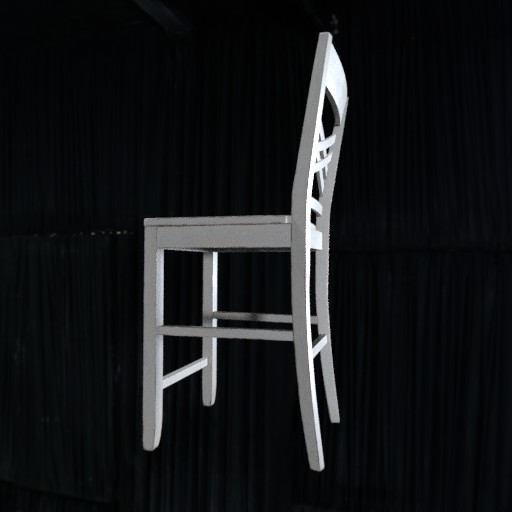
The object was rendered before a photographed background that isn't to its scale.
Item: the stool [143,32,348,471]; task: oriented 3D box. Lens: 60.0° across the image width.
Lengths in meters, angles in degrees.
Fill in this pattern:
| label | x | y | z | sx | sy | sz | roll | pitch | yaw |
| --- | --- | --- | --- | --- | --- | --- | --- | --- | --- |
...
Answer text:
| label | x | y | z | sx | sy | sz | roll | pitch | yaw |
| --- | --- | --- | --- | --- | --- | --- | --- | --- | --- |
| stool | 0.000 | 0.000 | 1.354 | 0.539 | 1.079 | 0.462 | 0 | -1 | 17 |
